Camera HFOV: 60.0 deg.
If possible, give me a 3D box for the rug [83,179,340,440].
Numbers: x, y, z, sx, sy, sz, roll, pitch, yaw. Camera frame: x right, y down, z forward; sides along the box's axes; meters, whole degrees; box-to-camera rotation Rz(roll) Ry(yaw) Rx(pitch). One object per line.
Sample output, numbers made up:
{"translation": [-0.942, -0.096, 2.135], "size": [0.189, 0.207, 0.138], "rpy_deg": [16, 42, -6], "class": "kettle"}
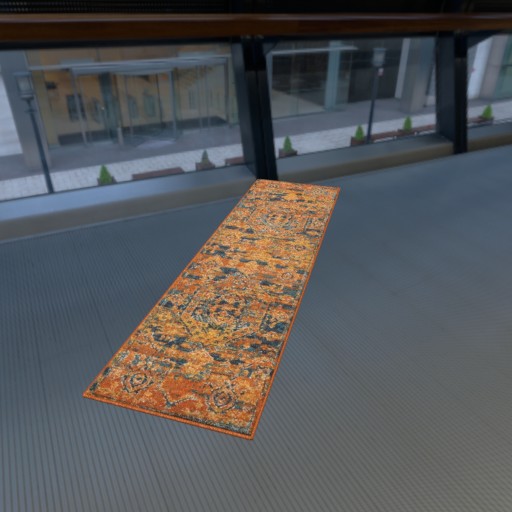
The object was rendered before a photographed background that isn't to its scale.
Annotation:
{"translation": [0.000, 0.000, 2.469], "size": [0.651, 0.016, 2.274], "rpy_deg": [9, 32, 14], "class": "rug"}
